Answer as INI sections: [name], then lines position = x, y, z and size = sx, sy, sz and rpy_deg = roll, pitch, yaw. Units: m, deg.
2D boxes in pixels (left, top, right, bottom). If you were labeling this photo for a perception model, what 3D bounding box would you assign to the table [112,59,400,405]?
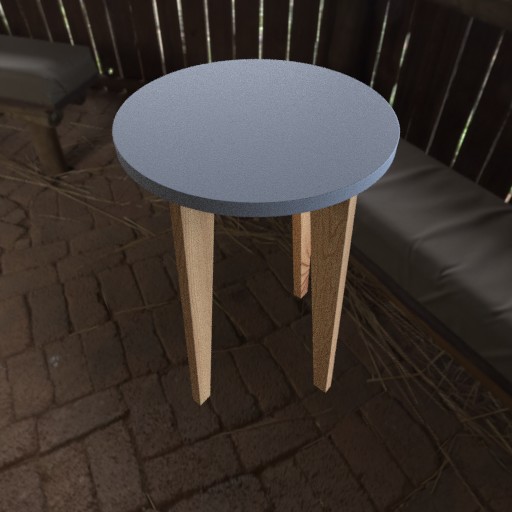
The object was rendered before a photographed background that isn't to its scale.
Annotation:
[table]
position = 0.000, 0.000, 0.731
size = 0.350, 0.500, 0.350
rpy_deg = 0, 45, 0
